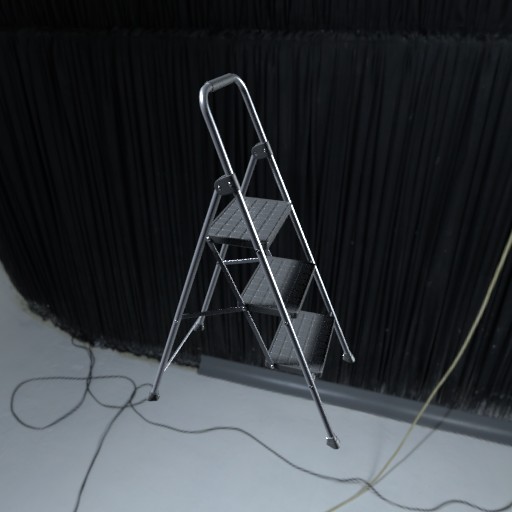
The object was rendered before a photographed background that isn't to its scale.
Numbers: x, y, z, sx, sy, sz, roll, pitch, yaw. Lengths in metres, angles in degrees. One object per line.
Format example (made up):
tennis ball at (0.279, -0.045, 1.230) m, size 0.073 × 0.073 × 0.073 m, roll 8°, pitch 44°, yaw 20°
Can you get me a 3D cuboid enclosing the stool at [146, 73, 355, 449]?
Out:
stool at (0.000, 0.000, 1.497) m, size 0.733 × 1.121 × 0.473 m, roll 9°, pitch 31°, yaw 15°
